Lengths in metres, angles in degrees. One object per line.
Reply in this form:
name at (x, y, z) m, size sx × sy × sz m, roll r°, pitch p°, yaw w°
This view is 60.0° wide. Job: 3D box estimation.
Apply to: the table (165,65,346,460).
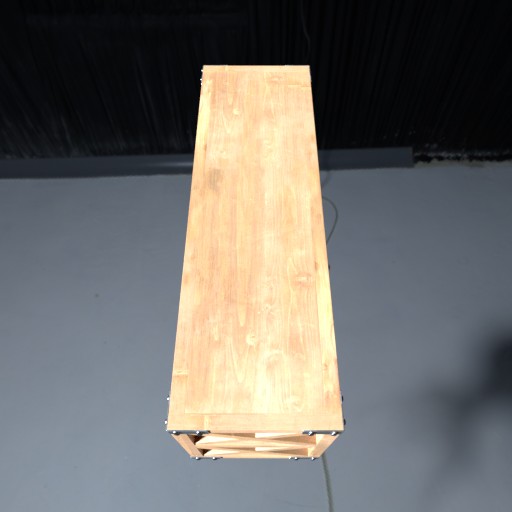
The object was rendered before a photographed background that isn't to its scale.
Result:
table at (0.000, 0.000, 1.813) m, size 0.467 × 0.711 × 1.487 m, roll 0°, pitch 59°, yaw 0°
